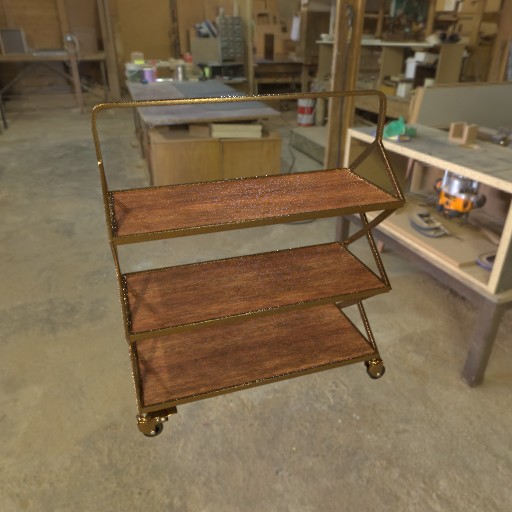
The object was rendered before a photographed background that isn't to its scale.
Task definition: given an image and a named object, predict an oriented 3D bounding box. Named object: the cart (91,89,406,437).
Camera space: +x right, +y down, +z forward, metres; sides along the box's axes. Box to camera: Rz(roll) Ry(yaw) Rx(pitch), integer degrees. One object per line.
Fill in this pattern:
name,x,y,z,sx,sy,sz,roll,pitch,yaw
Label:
cart,0.000,0.000,1.172,0.723,0.805,0.313,-9,29,-16
